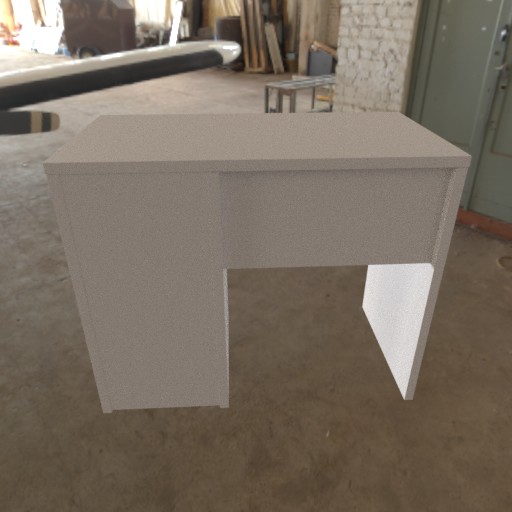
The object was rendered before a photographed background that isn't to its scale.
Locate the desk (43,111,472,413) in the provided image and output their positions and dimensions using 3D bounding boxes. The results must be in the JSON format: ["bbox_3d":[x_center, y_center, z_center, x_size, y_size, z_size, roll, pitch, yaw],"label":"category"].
[{"bbox_3d":[0.000,0.000,1.313,0.898,0.730,0.482,-2,29,-3],"label":"desk"}]
